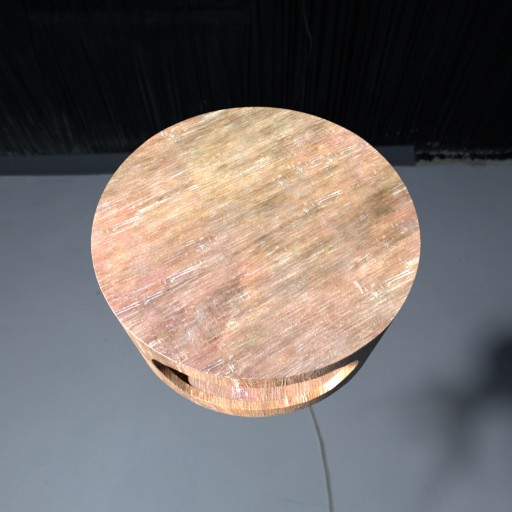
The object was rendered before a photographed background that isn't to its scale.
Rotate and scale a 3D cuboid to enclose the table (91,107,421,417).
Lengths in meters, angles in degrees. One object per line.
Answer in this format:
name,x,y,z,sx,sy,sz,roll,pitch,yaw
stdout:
table,0.000,0.000,1.526,0.974,0.450,0.974,0,59,0
